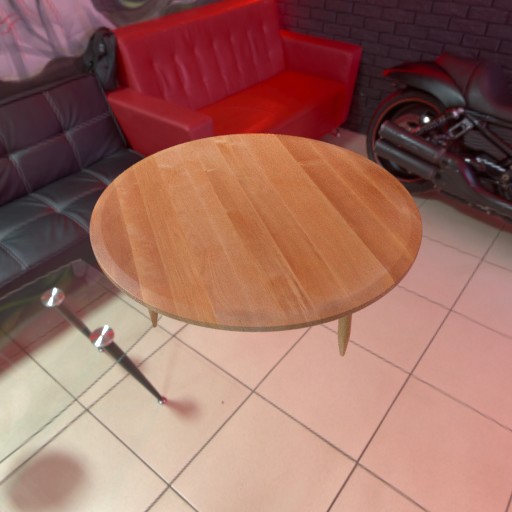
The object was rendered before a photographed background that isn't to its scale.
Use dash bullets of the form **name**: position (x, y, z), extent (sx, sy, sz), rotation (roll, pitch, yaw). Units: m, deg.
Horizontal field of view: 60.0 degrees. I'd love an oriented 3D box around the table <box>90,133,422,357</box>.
- **table**: position (0.000, 0.000, 1.372), extent (0.900, 0.400, 0.900), rotation (0, 40, 0)
